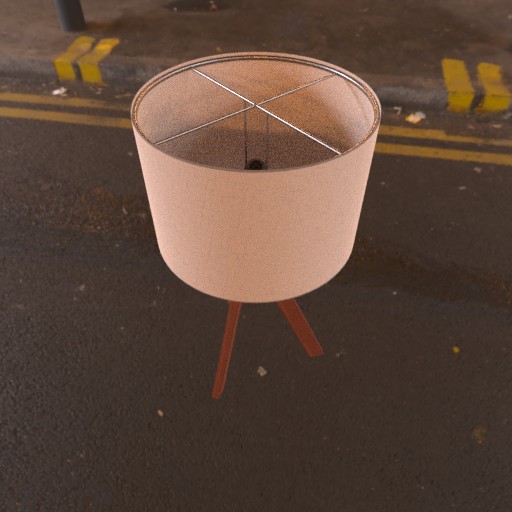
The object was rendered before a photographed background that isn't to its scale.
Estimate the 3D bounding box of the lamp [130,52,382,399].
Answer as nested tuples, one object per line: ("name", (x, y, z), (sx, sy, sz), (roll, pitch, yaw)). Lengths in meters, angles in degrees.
("lamp", (0.000, 0.000, 0.926), (0.380, 0.686, 0.380), (-30, 53, -27))
